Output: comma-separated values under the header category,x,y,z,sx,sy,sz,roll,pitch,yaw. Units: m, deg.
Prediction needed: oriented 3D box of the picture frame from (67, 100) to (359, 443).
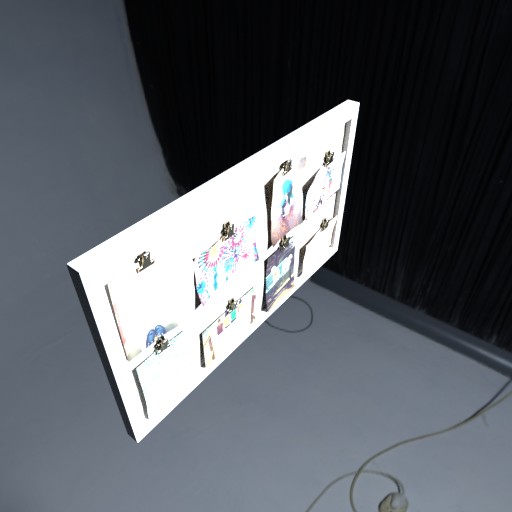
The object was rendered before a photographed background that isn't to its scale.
category,x,y,z,sx,sy,sz,roll,pitch,yaw
picture frame,0.000,0.000,0.810,0.044,0.379,0.647,27,47,29
